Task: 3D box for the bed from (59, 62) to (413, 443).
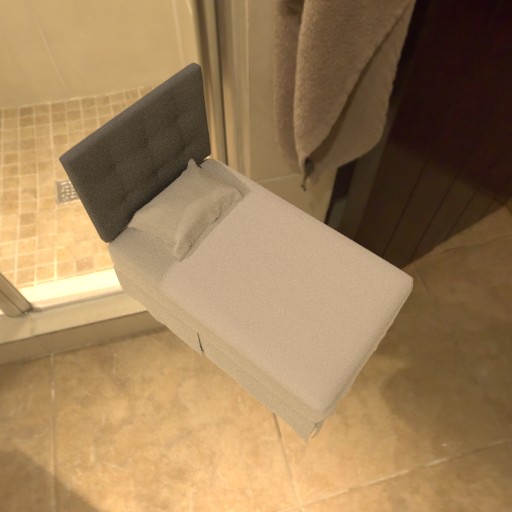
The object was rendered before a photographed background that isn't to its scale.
[{"bbox_3d":[0.000,0.000,3.071,1.997,1.571,1.261,34,64,19],"label":"bed"}]
